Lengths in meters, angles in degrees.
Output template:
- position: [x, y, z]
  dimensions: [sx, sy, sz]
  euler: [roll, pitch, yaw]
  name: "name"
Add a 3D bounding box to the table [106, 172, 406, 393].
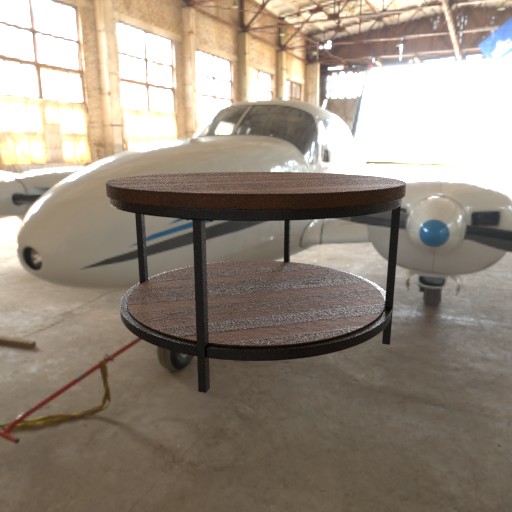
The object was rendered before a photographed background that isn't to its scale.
- position: [0.000, 0.000, 1.355]
  dimensions: [0.837, 0.462, 0.837]
  euler: [0, 14, 0]
  name: "table"
